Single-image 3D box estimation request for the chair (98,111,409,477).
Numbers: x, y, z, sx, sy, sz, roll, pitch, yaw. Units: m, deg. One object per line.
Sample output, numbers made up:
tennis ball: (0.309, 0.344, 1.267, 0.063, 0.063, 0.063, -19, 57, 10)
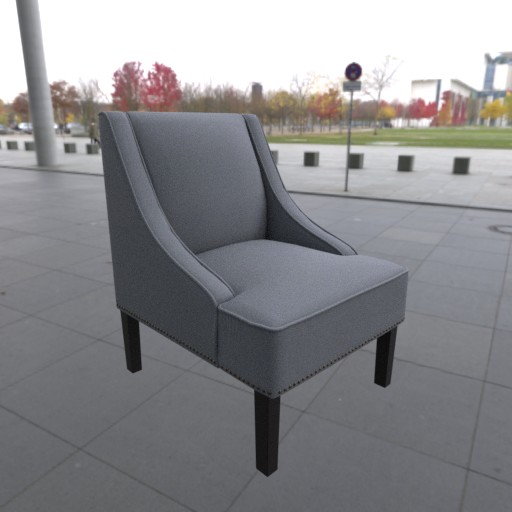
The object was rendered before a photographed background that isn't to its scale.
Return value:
chair: (0.000, 0.000, 1.390, 0.631, 0.867, 0.747, -16, 23, -42)
